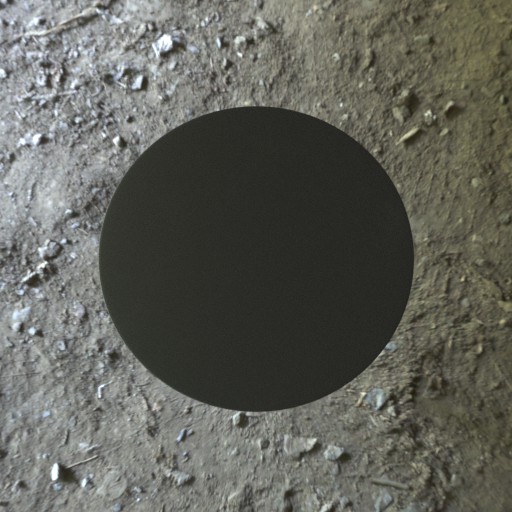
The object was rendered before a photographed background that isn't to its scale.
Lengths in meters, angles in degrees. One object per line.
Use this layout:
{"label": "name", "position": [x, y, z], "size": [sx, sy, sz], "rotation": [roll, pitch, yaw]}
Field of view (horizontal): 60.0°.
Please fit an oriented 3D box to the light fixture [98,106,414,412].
{"label": "light fixture", "position": [0.000, 0.000, 0.546], "size": [0.356, 0.102, 0.356], "rotation": [0, 76, 0]}
